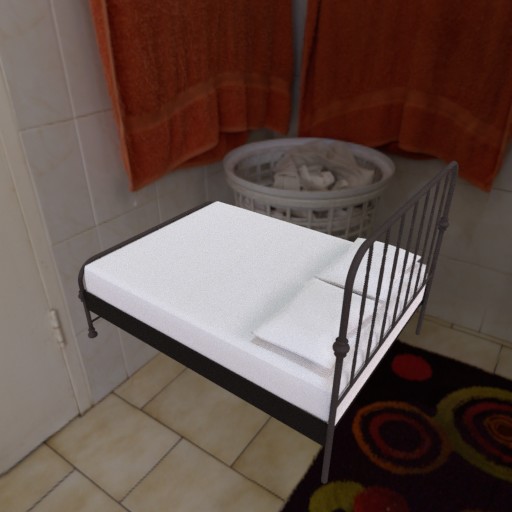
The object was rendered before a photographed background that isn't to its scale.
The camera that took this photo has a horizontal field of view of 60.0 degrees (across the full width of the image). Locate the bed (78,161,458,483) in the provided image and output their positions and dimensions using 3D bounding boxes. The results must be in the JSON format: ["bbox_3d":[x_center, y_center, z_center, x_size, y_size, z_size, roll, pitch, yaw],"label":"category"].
[{"bbox_3d":[0.000,0.000,3.148,2.134,1.446,1.616,20,36,31],"label":"bed"}]
